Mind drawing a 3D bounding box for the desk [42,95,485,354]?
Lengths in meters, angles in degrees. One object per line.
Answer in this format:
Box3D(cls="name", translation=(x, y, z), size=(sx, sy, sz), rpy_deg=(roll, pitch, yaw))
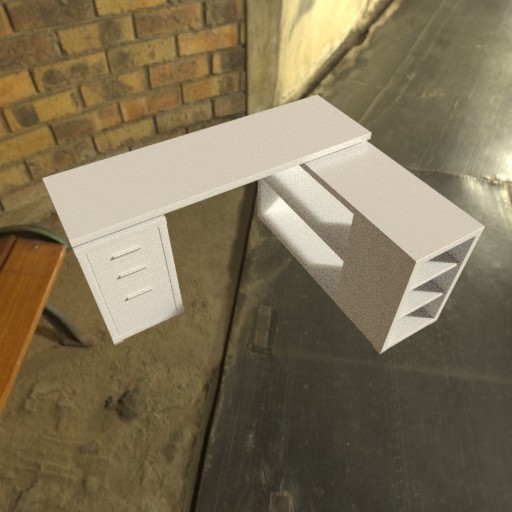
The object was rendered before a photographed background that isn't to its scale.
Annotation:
Box3D(cls="desk", translation=(0.000, 0.000, 2.177), size=(1.524, 0.753, 1.200), rpy_deg=(-23, 51, -20))
